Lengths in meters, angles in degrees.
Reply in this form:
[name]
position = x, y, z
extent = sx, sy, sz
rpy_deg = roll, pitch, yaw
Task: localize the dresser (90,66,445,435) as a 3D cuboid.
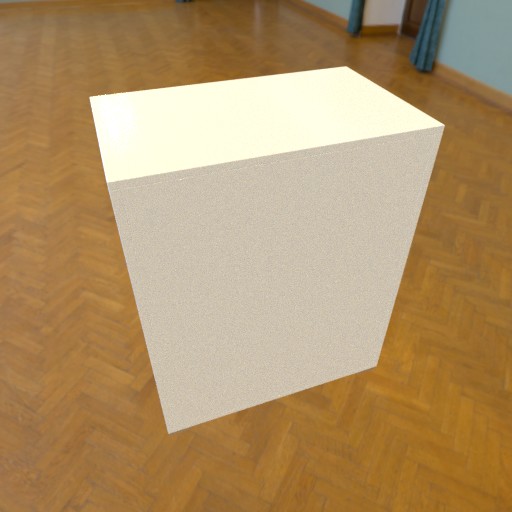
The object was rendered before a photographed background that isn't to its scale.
[dresser]
position = 0.000, 0.000, 1.190
extent = 0.650, 0.800, 0.400
rpy_deg = -13, 41, -15
